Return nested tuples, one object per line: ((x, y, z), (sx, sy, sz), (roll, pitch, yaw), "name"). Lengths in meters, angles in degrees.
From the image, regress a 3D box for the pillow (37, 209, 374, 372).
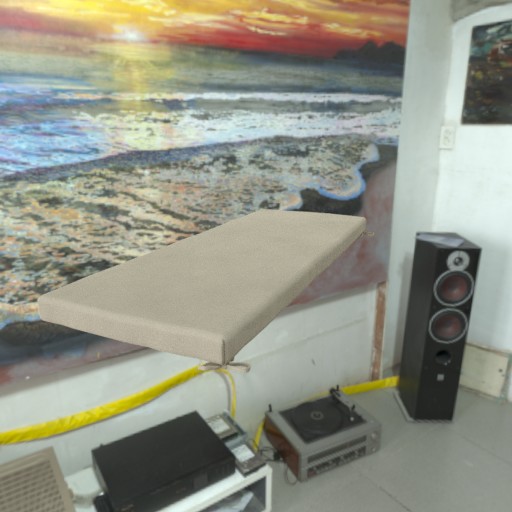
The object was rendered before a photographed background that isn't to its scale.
((0.000, 0.000, 1.329), (0.492, 0.081, 1.187), (8, 18, 24), "pillow")
